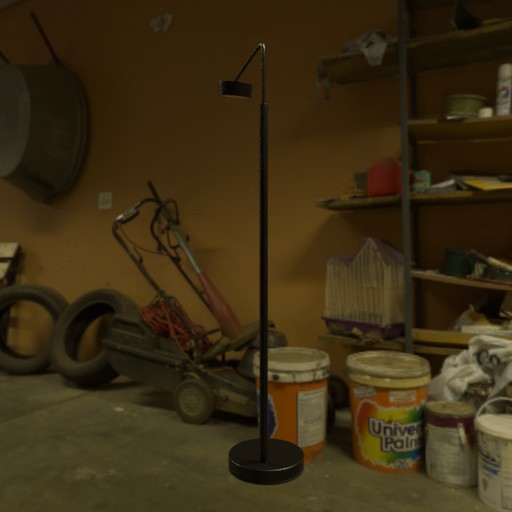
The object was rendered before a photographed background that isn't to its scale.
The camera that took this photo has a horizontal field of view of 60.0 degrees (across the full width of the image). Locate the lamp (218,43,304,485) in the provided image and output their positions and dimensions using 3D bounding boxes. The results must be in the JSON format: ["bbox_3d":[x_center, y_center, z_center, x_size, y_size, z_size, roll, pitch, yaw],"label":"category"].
[{"bbox_3d":[0.000,0.000,1.394,0.219,1.230,0.418,0,-1,-17],"label":"lamp"}]
